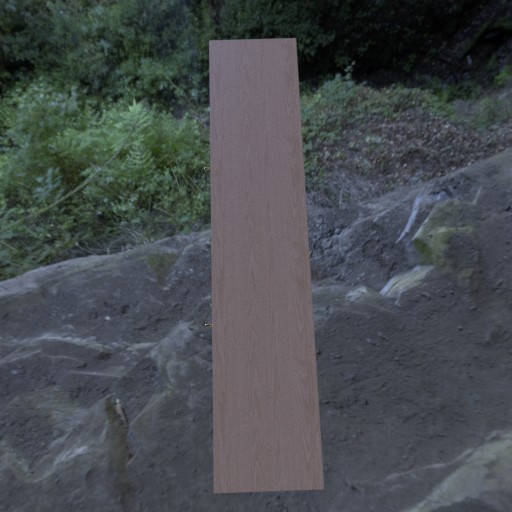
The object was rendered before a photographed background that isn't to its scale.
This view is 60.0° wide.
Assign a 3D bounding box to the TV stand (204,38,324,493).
[{"bbox_3d":[0.000,0.000,1.969,0.400,0.580,1.760,-2,77,0],"label":"TV stand"}]
